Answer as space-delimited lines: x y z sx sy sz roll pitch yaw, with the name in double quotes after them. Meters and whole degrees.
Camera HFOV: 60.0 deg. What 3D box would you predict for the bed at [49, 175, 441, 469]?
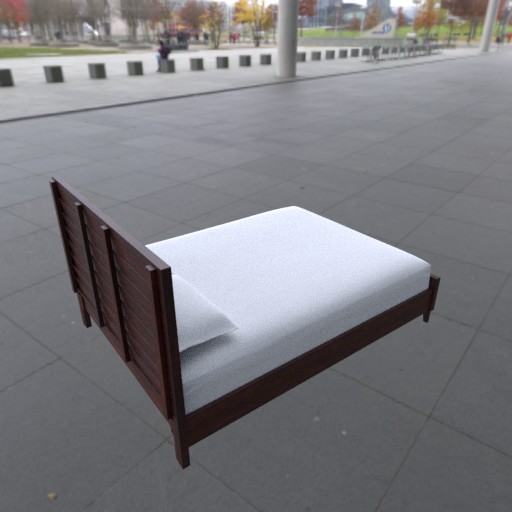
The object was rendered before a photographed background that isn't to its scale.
0.000 0.000 4.022 2.803 1.492 2.040 -19 32 -32 "bed"
